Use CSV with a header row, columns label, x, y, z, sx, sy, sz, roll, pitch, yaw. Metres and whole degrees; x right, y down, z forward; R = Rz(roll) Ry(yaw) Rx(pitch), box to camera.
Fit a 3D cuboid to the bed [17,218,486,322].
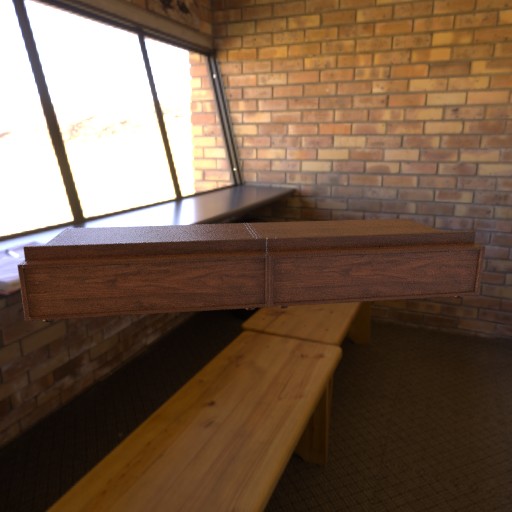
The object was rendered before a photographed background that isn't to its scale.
label,x,y,z,sx,sy,sz,roll,pitch,yaw
bed,0.000,0.000,2.332,2.057,0.326,0.787,-2,15,-8
